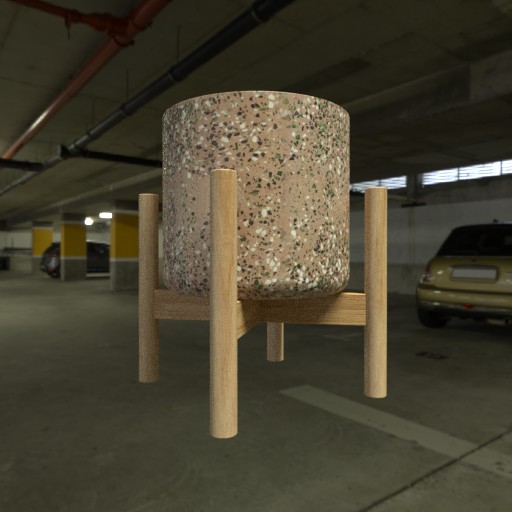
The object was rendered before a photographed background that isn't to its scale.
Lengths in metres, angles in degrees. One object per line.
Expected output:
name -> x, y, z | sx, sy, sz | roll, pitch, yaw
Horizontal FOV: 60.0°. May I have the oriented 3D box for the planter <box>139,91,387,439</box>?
planter -> 0.000, 0.000, 0.539 | 0.284, 0.320, 0.284 | 0, 1, 35
